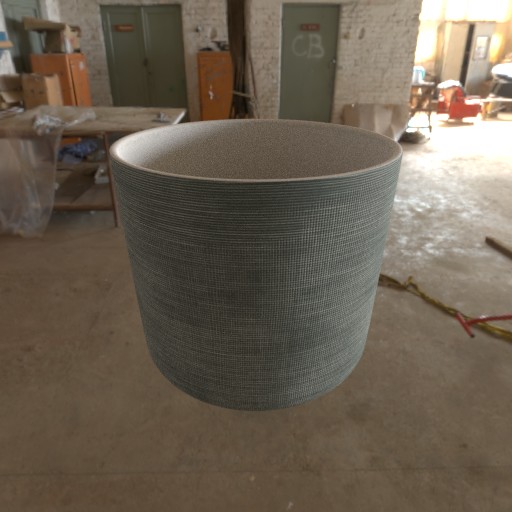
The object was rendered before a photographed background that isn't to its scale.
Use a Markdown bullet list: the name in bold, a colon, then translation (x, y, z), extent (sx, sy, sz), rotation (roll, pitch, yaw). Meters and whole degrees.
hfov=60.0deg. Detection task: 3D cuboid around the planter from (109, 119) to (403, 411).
- **planter**: translation (0.000, 0.000, 0.778), extent (0.440, 0.398, 0.440), rotation (0, 26, 0)
